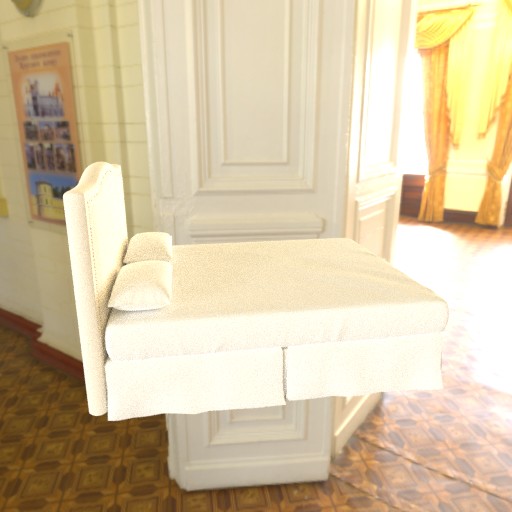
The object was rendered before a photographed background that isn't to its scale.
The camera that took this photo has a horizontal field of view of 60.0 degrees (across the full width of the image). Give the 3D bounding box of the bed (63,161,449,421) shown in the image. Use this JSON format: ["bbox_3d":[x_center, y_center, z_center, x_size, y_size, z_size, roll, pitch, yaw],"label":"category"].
[{"bbox_3d":[0.000,0.000,3.395,2.282,1.436,1.821,-3,17,-10],"label":"bed"}]
